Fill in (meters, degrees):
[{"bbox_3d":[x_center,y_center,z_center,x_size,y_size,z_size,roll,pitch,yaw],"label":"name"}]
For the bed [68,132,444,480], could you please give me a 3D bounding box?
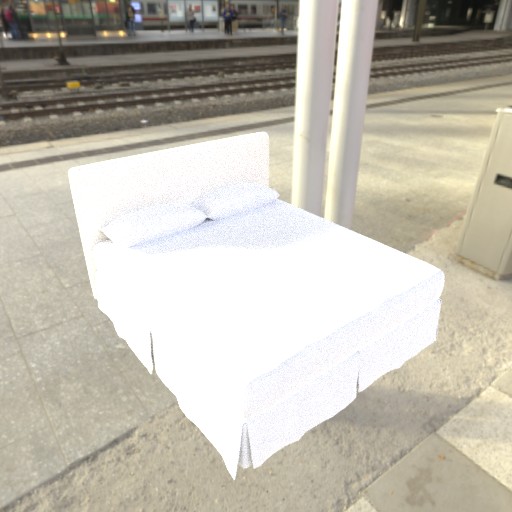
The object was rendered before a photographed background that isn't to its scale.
[{"bbox_3d":[0.000,0.000,3.593,2.119,1.317,2.341,-21,35,-33],"label":"bed"}]
